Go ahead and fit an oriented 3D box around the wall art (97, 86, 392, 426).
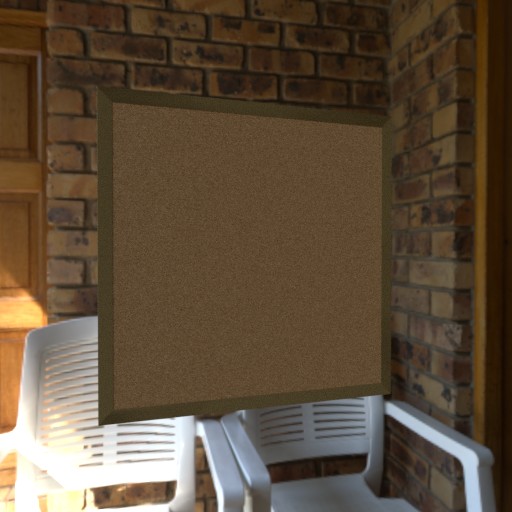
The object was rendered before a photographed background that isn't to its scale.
[{"bbox_3d":[0.000,0.000,0.755,0.507,0.508,0.038,0,1,-17],"label":"wall art"}]
